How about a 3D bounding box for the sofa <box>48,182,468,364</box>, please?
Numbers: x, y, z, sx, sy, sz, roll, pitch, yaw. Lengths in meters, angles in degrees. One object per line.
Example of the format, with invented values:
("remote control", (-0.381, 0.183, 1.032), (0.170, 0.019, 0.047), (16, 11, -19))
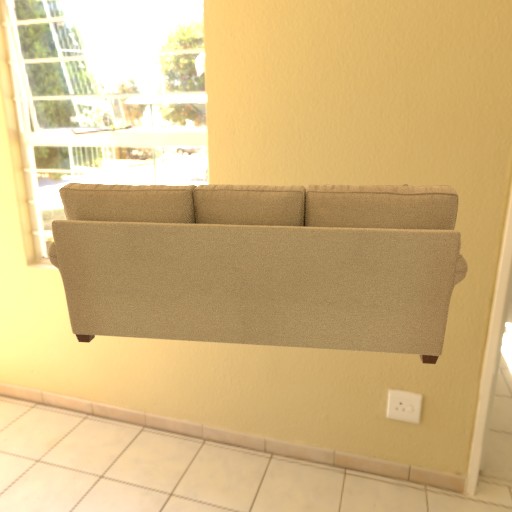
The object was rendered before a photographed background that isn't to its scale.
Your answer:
("sofa", (0.000, 0.000, 2.812), (2.312, 0.975, 0.965), (2, 16, 7))
